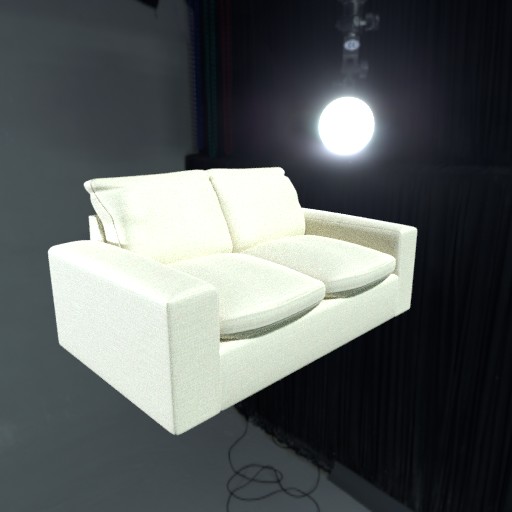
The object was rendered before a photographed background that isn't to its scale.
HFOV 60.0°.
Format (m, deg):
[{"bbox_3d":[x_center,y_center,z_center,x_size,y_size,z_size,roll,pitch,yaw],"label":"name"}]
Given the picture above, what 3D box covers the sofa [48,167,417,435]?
[{"bbox_3d":[0.000,0.000,2.378,1.754,0.875,1.091,-14,20,-43],"label":"sofa"}]
